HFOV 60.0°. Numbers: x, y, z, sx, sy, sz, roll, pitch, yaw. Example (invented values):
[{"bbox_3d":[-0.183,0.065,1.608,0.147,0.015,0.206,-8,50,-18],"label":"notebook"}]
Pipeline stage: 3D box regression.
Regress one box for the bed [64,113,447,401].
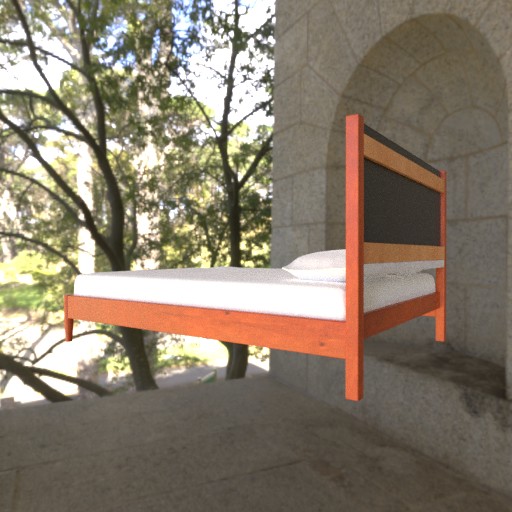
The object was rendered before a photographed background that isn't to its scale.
[{"bbox_3d":[0.000,0.000,3.033,2.117,1.165,1.566,0,0,35],"label":"bed"}]
